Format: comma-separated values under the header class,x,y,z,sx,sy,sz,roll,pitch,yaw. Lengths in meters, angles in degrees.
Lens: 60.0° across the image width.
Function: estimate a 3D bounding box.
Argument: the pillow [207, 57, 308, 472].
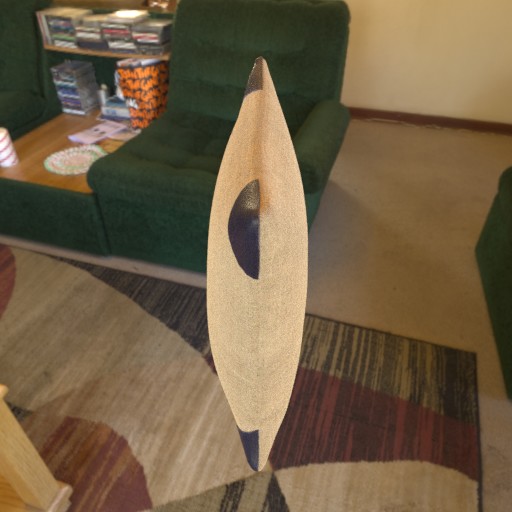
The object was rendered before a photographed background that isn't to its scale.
class,x,y,z,sx,sy,sz,roll,pitch,yaw
pillow,0.000,0.000,0.659,0.147,0.441,0.440,0,40,0
